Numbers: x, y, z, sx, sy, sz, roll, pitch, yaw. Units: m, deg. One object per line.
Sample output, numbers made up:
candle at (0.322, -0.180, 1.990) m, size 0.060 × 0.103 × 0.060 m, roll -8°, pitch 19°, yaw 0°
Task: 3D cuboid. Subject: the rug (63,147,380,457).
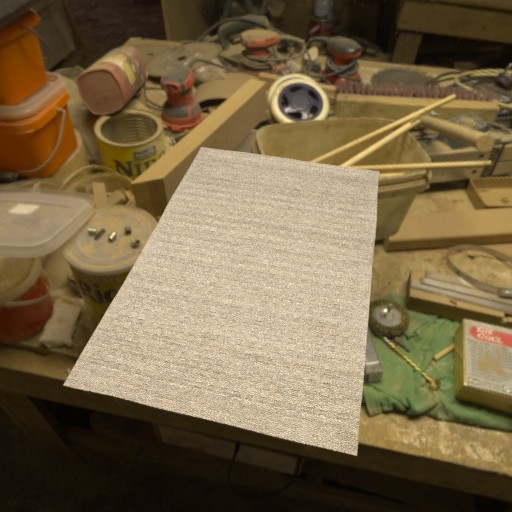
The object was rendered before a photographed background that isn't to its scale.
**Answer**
rug at (0.000, 0.000, 2.964) m, size 1.532 × 0.018 × 2.297 m, roll 10°, pitch 48°, yaw 9°
